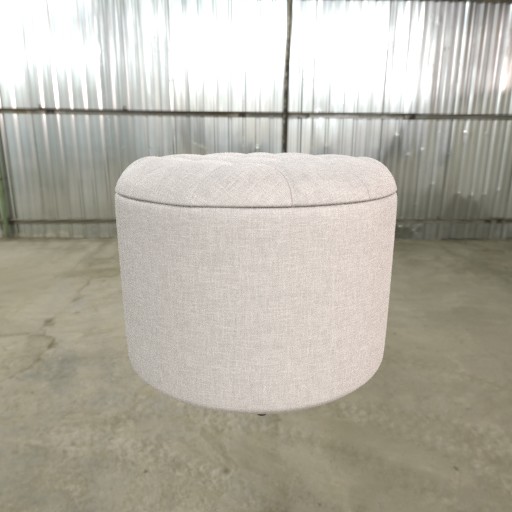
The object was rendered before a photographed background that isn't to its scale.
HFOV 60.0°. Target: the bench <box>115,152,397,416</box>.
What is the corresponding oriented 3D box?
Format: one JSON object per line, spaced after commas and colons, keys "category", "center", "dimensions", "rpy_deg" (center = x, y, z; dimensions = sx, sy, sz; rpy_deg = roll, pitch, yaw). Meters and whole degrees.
{"category": "bench", "center": [0.000, 0.000, 1.020], "dimensions": [0.600, 0.453, 0.600], "rpy_deg": [0, 15, 0]}
